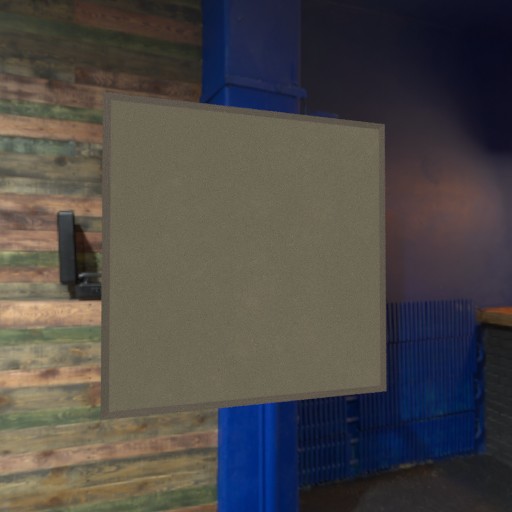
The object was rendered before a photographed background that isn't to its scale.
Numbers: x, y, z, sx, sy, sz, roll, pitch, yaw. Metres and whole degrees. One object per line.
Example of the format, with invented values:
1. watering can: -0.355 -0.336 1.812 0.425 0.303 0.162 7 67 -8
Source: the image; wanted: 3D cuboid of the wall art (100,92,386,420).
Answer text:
1. wall art: 0.000 0.000 1.160 0.761 0.758 0.038 0 -1 -18
